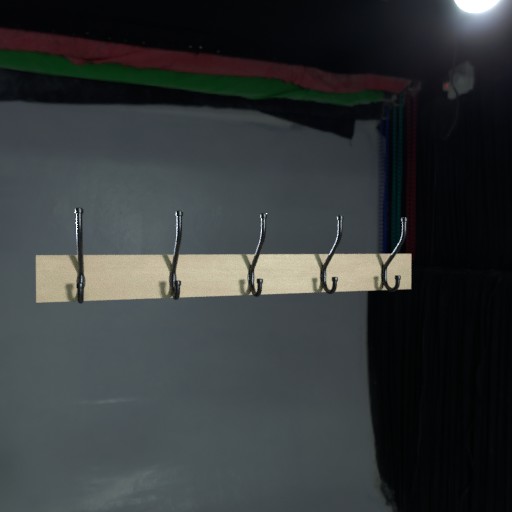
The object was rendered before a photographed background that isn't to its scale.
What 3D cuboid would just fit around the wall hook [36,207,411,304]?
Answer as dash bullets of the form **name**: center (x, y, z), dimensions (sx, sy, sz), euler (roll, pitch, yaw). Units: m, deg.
- **wall hook**: center (0.000, 0.000, 0.632), dimensions (0.571, 0.117, 0.071), euler (0, 1, -20)
